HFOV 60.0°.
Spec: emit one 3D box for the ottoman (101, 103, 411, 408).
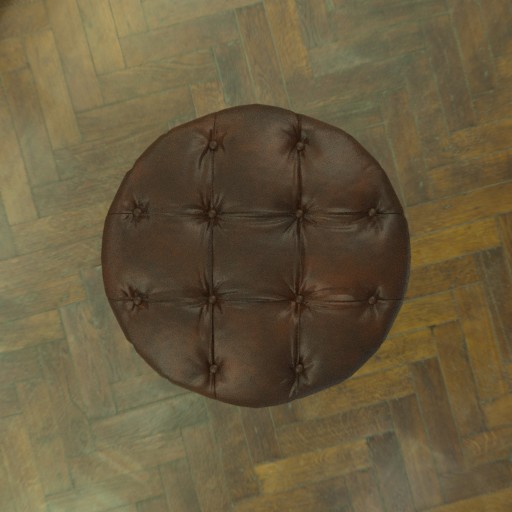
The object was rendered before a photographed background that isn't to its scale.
[{"bbox_3d":[0.000,0.000,1.425,0.901,0.455,0.901,0,91,-1],"label":"ottoman"}]
